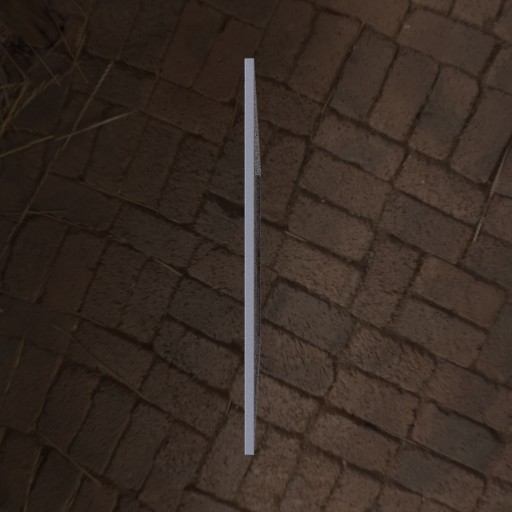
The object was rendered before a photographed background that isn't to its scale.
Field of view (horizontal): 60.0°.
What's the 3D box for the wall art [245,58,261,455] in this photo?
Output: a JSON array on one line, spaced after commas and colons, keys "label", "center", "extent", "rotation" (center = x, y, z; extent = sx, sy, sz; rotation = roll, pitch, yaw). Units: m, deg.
[{"label": "wall art", "center": [0.000, 0.000, 1.221], "extent": [0.015, 0.965, 0.660], "rotation": [0, 90, 1]}]
